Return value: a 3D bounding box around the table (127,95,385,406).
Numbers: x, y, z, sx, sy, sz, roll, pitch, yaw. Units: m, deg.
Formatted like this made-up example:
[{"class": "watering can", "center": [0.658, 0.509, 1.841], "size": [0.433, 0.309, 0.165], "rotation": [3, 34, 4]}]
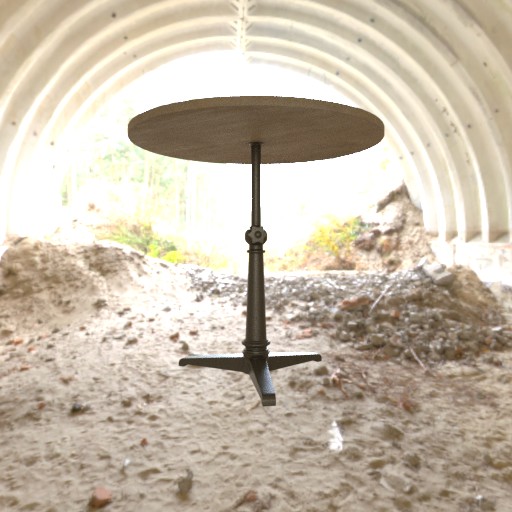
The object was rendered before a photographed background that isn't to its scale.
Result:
[{"class": "table", "center": [0.000, 0.000, 1.448], "size": [0.800, 0.780, 0.800], "rotation": [0, 2, 0]}]
